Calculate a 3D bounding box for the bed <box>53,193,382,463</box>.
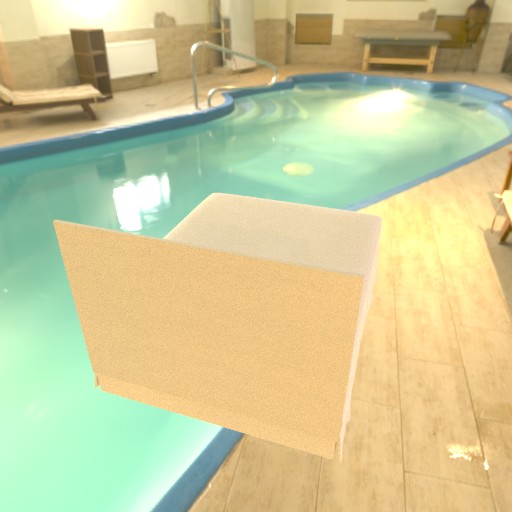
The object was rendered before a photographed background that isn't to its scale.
[{"bbox_3d":[0.000,0.000,3.293,1.745,1.335,2.094,10,33,16],"label":"bed"}]
